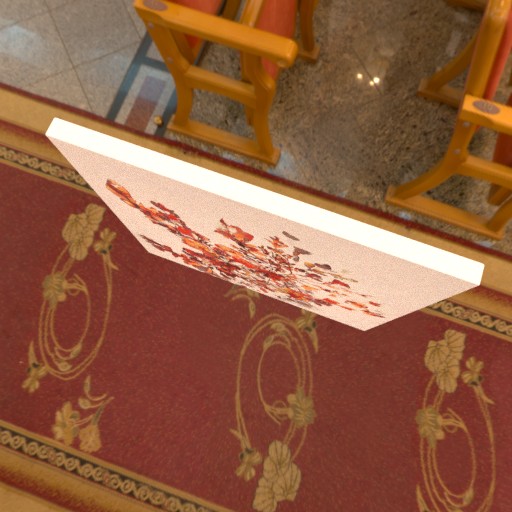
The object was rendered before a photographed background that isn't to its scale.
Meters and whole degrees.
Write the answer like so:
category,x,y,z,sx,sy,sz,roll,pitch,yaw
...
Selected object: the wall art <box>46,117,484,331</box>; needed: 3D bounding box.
category,x,y,z,sx,sy,sz,roll,pitch,yaw
wall art,0.000,0.000,1.093,0.757,0.757,0.037,20,76,5
